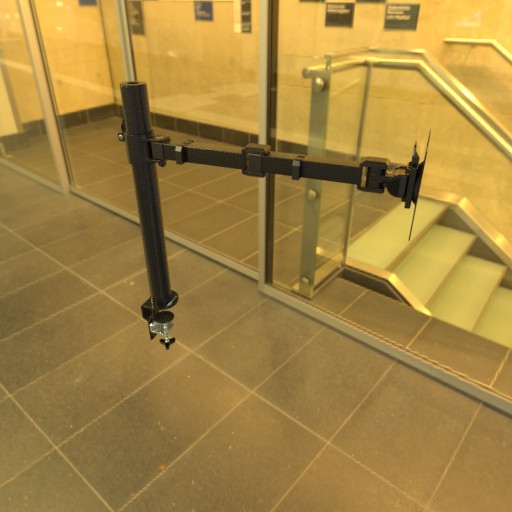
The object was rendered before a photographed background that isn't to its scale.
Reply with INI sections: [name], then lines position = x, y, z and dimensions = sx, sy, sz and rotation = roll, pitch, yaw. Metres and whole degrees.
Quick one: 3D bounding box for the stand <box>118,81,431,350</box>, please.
[stand]
position = 0.000, 0.000, 0.723
dimensions = 0.456, 0.510, 0.115
rotation = 11, 32, 18
